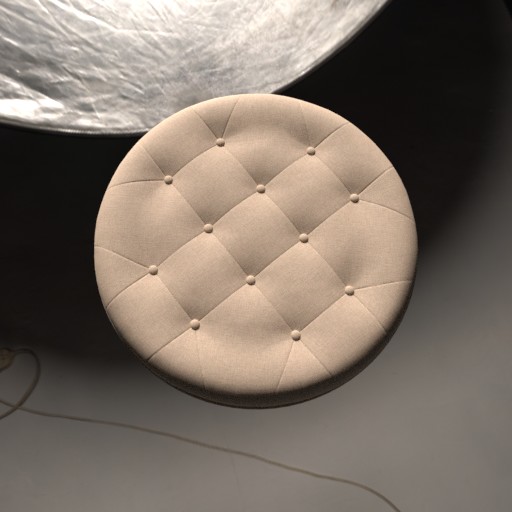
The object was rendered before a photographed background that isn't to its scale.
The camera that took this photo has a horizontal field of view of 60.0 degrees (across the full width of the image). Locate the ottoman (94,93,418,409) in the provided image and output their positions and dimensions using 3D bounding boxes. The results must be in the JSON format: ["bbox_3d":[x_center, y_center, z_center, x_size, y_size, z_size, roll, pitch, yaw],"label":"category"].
[{"bbox_3d":[0.000,0.000,1.331,0.848,0.494,0.848,0,76,0],"label":"ottoman"}]
